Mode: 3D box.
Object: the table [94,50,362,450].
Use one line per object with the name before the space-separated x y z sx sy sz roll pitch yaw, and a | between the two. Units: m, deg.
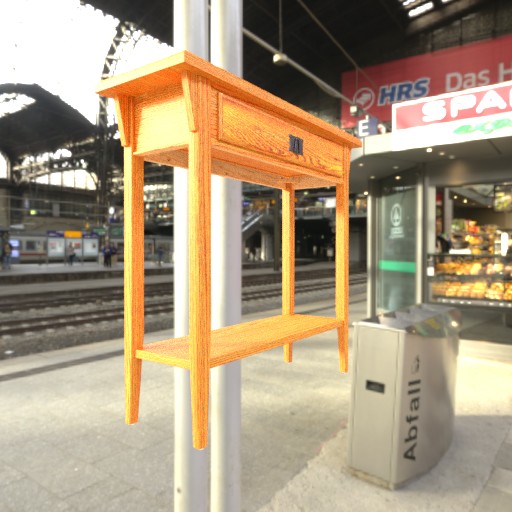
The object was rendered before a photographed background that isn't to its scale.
table | 0.000 0.000 1.132 0.254 0.711 0.762 1 1 36
